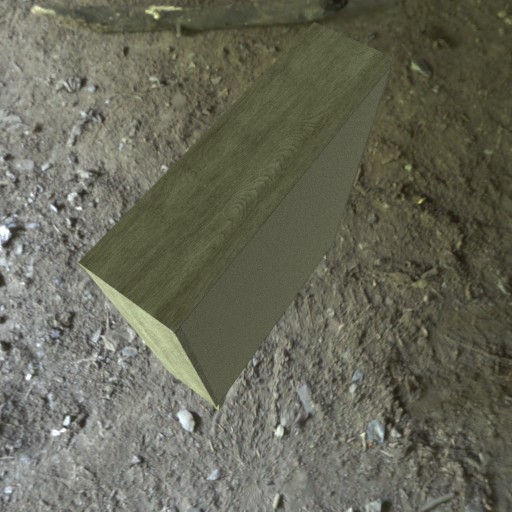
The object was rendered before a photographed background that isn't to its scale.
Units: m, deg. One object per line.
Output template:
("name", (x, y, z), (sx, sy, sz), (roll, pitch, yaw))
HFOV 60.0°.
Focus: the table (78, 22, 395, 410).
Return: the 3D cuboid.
("table", (0.000, 0.000, 1.536), (0.256, 1.135, 0.902), (32, 68, 15))
